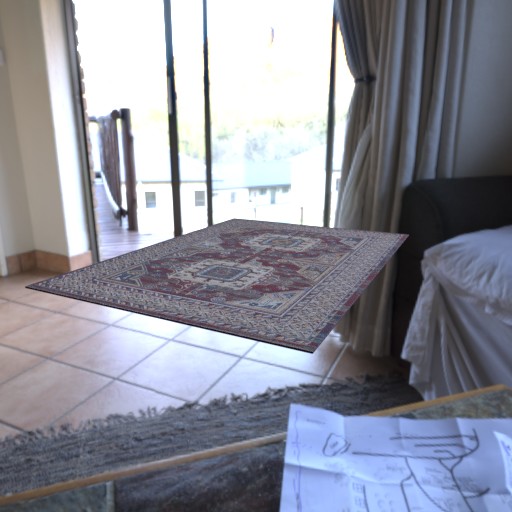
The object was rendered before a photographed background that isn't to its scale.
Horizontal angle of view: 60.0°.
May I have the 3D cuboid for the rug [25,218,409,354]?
[{"bbox_3d":[0.000,0.000,2.929,1.599,0.011,2.210,8,17,26],"label":"rug"}]
